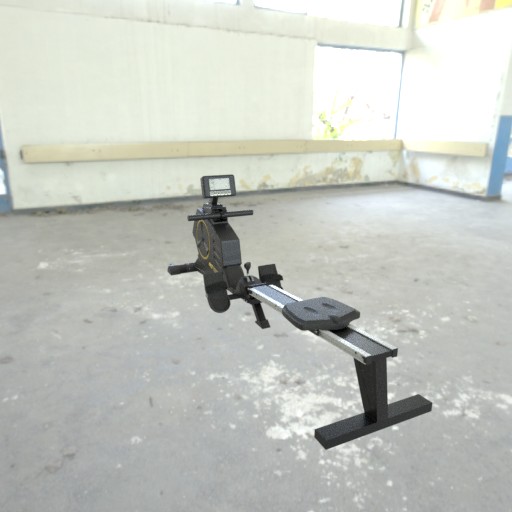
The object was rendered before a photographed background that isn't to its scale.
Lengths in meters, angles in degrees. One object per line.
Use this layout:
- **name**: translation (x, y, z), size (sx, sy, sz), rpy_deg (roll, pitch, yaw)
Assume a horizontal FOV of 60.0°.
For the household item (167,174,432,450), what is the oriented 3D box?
- **household item**: translation (0.000, 0.000, 2.573), size (0.521, 0.810, 2.251), rpy_deg (-8, 19, -25)
